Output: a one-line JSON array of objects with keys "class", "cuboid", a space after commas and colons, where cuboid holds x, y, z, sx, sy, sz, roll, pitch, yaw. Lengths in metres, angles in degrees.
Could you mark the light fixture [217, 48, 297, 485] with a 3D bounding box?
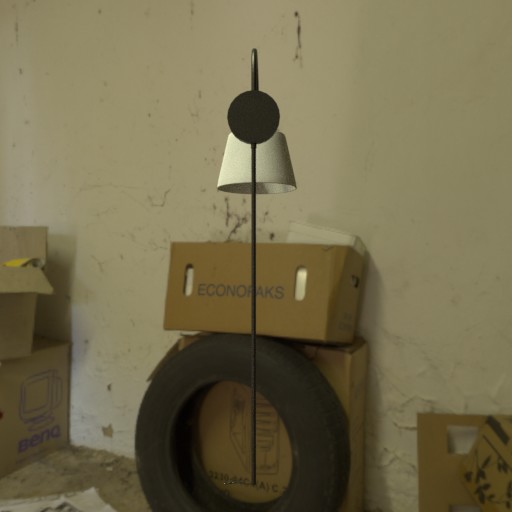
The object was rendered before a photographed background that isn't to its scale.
[{"class": "light fixture", "cuboid": [0.000, 0.000, 0.472, 0.092, 0.399, 0.176, 0, 0, 1]}]
